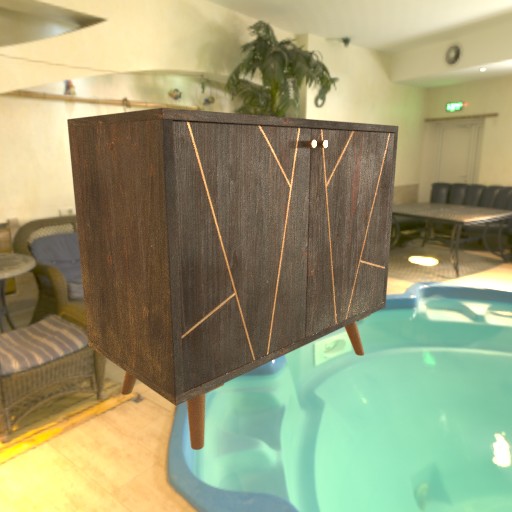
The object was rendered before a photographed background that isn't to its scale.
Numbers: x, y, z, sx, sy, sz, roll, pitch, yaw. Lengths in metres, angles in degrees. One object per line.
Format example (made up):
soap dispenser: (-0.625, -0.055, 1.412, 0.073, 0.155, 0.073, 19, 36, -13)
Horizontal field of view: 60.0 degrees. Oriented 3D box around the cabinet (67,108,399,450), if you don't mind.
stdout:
cabinet: (0.000, 0.000, 1.556, 1.023, 0.897, 0.529, -13, 18, -43)
